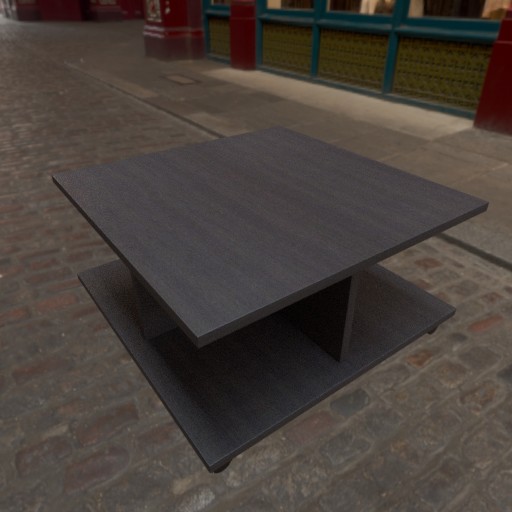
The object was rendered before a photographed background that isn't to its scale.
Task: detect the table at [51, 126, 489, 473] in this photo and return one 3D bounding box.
[{"bbox_3d":[0.000,0.000,1.186,0.762,0.396,0.762,-21,38,-30],"label":"table"}]
